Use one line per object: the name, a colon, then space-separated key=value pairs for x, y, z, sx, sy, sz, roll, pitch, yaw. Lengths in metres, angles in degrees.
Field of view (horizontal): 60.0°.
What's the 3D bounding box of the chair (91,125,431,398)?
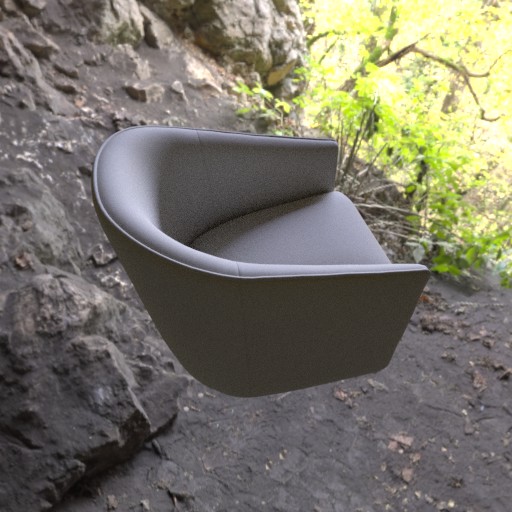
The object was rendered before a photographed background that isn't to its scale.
chair: x=0.000 y=0.000 z=1.477 sx=0.875 sy=0.799 sz=0.747 roll=-10 pitch=46 yaw=-10
